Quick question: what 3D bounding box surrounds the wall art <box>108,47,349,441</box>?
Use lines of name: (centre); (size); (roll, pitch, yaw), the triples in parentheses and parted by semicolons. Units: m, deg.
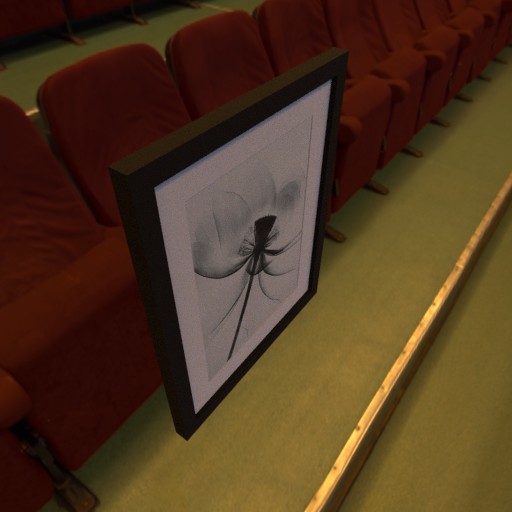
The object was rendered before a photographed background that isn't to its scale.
wall art: (0.000, 0.000, 0.758); (0.029, 0.559, 0.457); (26, 48, 26)
